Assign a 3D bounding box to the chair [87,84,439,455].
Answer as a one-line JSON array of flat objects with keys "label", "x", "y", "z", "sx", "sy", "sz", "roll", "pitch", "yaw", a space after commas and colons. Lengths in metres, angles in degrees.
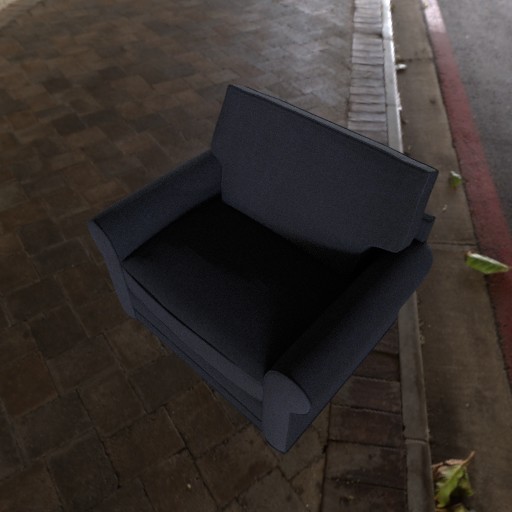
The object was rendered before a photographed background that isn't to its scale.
[{"label": "chair", "x": 0.000, "y": 0.000, "z": 1.999, "sx": 1.285, "sy": 1.044, "sz": 0.963, "roll": 34, "pitch": 55, "yaw": 27}]
